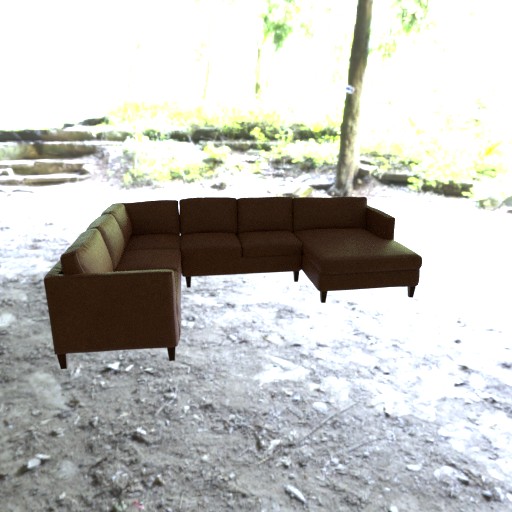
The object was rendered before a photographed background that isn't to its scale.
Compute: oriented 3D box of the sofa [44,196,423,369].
[{"bbox_3d":[0.000,0.000,4.637,3.460,0.923,2.593,-2,17,-8],"label":"sofa"}]
